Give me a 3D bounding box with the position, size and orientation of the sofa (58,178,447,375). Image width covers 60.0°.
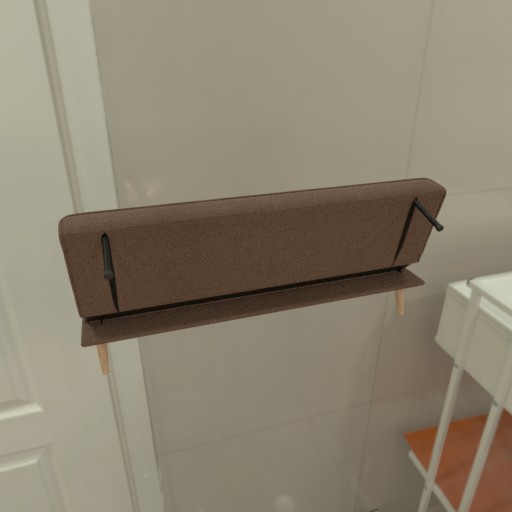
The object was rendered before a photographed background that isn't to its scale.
[{"bbox_3d":[0.000,0.000,2.381,1.820,0.810,1.038,-8,27,-16],"label":"sofa"}]
